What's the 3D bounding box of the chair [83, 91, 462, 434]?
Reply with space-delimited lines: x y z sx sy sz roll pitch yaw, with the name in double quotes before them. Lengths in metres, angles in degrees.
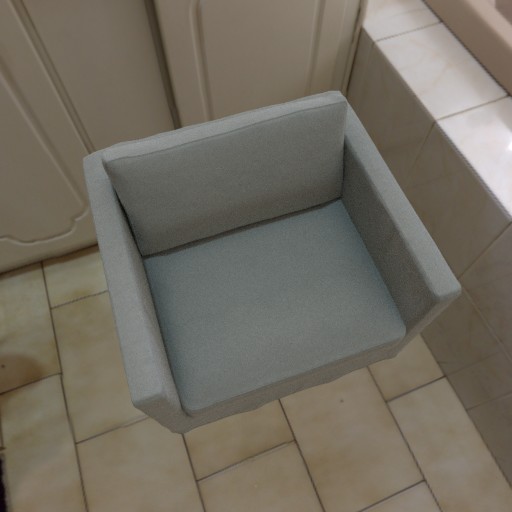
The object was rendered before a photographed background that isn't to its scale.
"chair" 0.000 0.000 1.701 1.057 0.863 0.949 -17 64 -9
